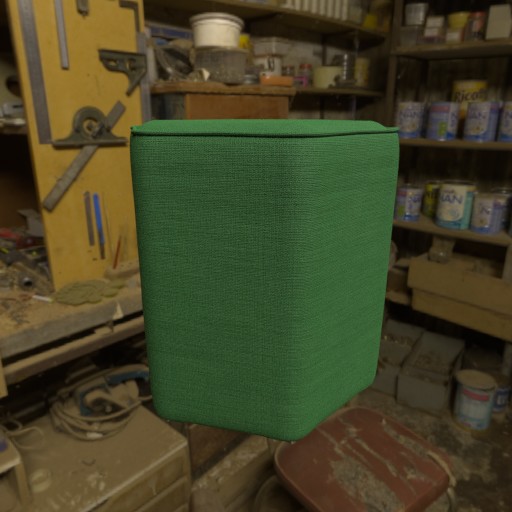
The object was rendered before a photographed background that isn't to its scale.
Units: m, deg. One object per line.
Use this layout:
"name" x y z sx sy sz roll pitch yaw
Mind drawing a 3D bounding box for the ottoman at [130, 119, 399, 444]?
"ottoman" 0.000 0.000 0.867 0.444 0.507 0.499 17 24 42
